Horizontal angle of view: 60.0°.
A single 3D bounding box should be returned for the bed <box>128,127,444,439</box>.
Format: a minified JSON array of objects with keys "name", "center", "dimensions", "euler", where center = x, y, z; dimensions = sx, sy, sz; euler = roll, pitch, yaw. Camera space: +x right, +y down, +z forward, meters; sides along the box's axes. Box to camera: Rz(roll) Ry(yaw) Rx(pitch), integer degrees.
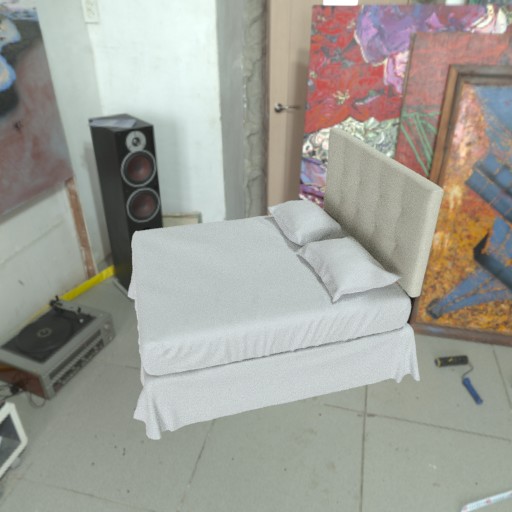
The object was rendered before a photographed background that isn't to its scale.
[{"name":"bed","center":[0.000,0.000,3.642],"dimensions":[2.222,1.577,1.936],"euler":[-8,31,-13]}]
